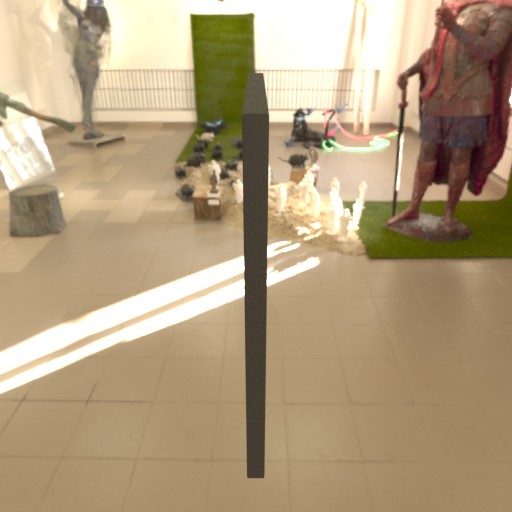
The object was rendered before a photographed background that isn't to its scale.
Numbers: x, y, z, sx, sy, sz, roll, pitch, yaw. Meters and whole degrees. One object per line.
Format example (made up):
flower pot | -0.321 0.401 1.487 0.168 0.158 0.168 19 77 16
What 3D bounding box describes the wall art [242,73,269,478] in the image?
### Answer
wall art | 0.000 0.000 0.778 0.028 0.558 0.457 0 27 0
